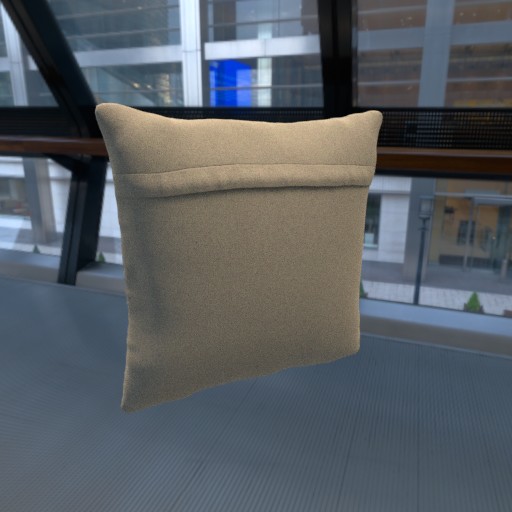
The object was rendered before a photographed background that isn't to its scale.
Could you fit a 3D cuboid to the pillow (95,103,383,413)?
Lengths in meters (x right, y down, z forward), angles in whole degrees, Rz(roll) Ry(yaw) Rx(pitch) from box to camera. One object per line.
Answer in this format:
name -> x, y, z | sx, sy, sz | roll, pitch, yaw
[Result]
pillow -> 0.000, 0.000, 0.719 | 0.459, 0.458, 0.181 | -7, 17, -25
